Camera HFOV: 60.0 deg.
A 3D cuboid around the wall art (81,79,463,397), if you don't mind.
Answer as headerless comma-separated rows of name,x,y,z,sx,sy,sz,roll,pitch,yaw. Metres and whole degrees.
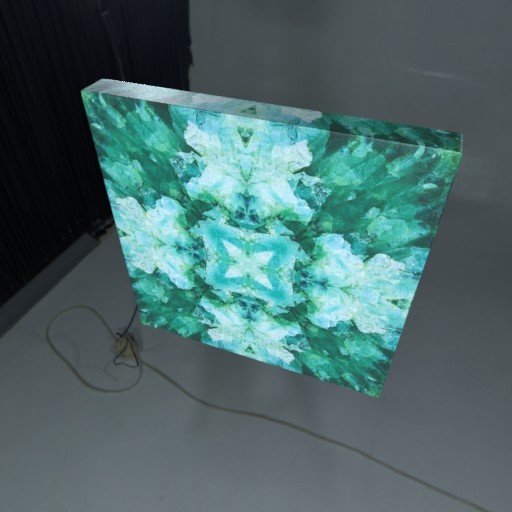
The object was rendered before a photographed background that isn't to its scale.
wall art,0.000,0.000,0.457,0.313,0.313,0.033,14,44,15
